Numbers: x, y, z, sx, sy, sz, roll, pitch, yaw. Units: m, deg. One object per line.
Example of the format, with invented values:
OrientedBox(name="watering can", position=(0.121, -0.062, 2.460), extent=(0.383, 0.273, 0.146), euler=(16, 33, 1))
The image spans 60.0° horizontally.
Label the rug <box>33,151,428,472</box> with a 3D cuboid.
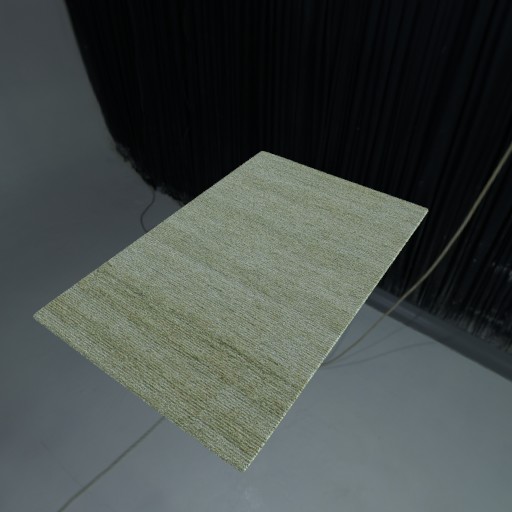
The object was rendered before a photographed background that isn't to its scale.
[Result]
OrientedBox(name="rug", position=(0.000, 0.000, 2.206), extent=(1.143, 0.010, 1.758), euler=(26, 48, 25))
